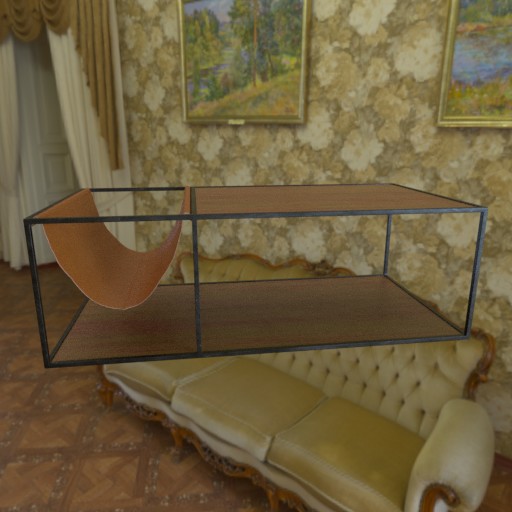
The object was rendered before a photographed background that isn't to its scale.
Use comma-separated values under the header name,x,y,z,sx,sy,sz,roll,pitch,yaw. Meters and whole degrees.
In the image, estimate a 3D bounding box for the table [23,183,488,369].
name,x,y,z,sx,sy,sz,roll,pitch,yaw
table,0.000,0.000,1.468,1.199,0.403,0.597,-2,16,-8
